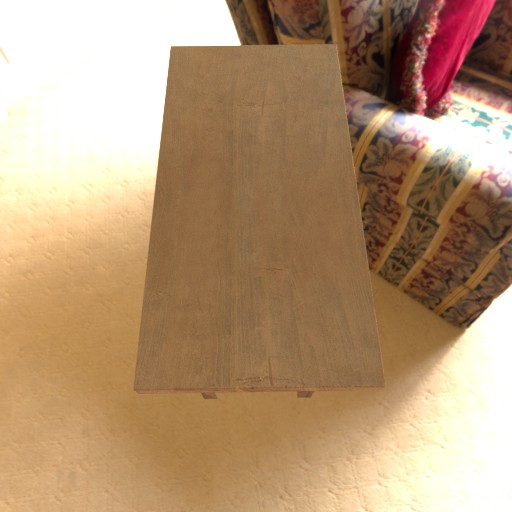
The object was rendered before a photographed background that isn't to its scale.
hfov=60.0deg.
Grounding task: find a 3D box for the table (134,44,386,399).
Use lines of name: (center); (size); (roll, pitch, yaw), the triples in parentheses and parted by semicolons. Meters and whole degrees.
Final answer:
table: (0.000, 0.000, 1.635); (0.556, 0.914, 1.119); (-1, 63, 0)
